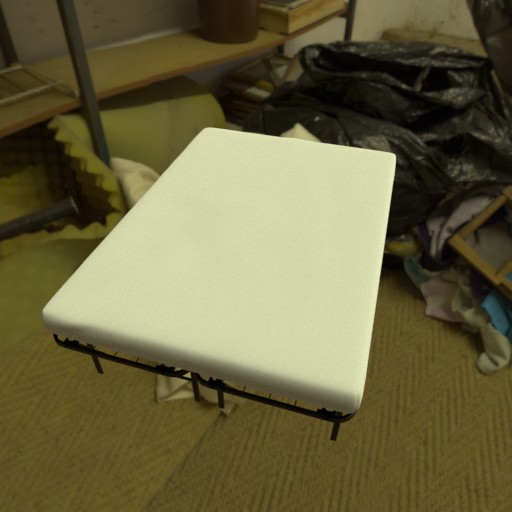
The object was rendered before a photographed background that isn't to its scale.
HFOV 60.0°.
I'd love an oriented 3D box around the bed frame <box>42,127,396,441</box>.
[{"bbox_3d":[0.000,0.000,2.570,1.372,0.637,1.905,11,43,13],"label":"bed frame"}]
